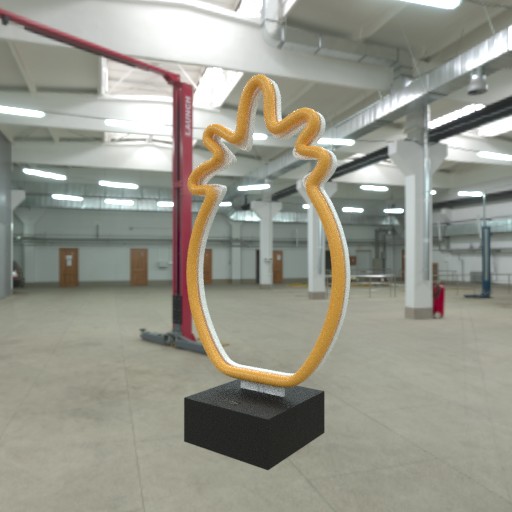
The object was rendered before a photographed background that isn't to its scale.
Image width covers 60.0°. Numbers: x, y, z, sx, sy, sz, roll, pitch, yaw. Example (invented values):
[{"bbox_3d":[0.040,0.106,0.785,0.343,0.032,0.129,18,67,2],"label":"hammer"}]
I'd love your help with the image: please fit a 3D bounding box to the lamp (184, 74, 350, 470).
[{"bbox_3d":[0.000,0.000,0.389,0.167,0.317,0.088,0,-1,36],"label":"lamp"}]
